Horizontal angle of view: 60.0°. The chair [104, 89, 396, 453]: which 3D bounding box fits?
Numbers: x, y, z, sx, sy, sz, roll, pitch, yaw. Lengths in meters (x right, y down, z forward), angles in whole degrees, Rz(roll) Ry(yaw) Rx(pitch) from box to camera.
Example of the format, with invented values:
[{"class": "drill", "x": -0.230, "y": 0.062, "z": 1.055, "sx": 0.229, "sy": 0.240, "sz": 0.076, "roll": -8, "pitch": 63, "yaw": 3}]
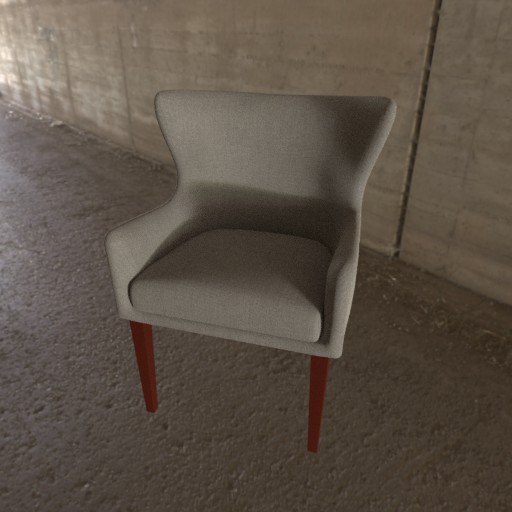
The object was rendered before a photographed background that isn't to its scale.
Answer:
[{"class": "chair", "x": 0.000, "y": 0.000, "z": 1.414, "sx": 0.732, "sy": 0.948, "sz": 0.677, "roll": 8, "pitch": 29, "yaw": 15}]
